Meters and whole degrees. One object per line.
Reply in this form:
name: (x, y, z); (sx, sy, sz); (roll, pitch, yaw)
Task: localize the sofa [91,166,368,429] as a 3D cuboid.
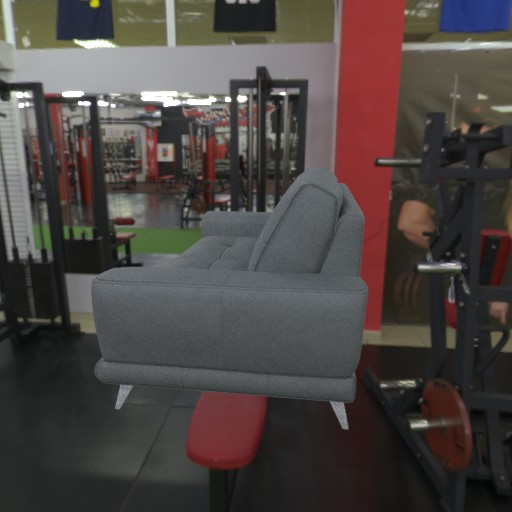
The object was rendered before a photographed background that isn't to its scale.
sofa: (0.000, 0.000, 2.404); (1.018, 0.907, 1.806); (2, 14, 8)
